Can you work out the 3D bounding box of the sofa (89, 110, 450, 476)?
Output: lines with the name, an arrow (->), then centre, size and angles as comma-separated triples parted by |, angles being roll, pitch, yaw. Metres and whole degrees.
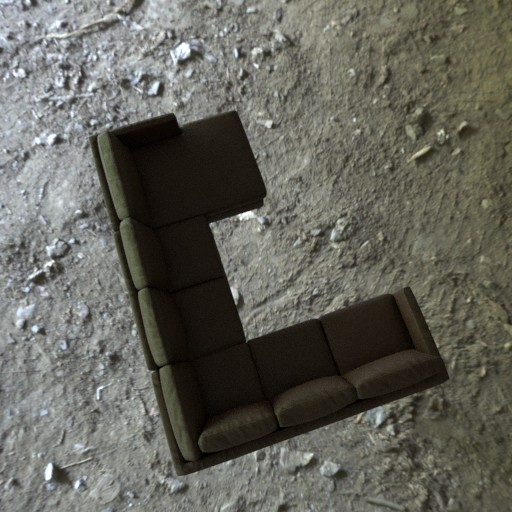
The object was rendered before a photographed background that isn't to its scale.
sofa -> 0.000, 0.000, 4.552 | 2.593, 0.923, 3.460 | -18, 75, -5
